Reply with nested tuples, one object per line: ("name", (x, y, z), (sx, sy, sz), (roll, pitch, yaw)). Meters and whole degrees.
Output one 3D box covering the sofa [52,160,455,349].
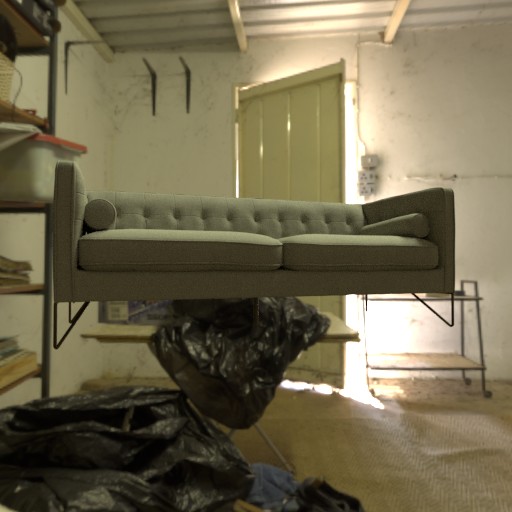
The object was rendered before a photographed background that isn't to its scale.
("sofa", (0.000, 0.000, 2.560), (2.079, 0.798, 0.912), (0, -1, -19))
